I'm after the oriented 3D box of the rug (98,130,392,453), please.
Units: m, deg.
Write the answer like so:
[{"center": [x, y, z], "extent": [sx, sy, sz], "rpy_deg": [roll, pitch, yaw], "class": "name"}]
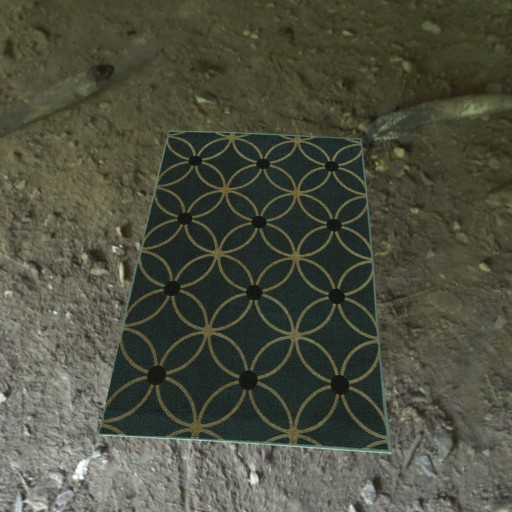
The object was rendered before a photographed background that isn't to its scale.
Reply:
[{"center": [0.000, 0.000, 2.879], "extent": [1.522, 0.008, 2.284], "rpy_deg": [3, 58, 2], "class": "rug"}]
